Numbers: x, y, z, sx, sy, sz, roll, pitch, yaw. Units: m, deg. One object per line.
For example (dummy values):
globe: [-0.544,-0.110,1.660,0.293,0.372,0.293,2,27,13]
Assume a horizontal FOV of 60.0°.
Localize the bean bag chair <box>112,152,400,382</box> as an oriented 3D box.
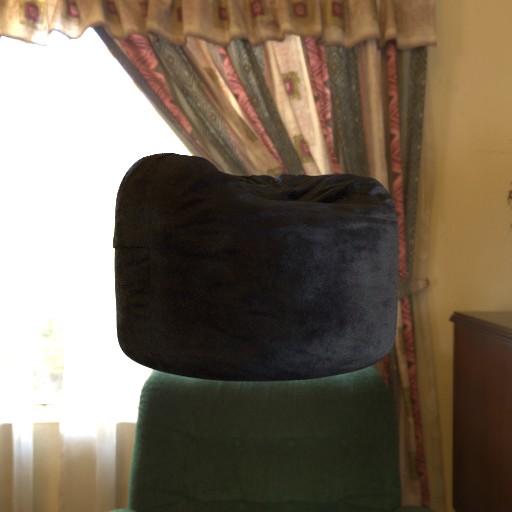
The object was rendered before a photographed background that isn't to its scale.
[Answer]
bean bag chair: [0.000,0.000,1.489,0.918,0.616,0.918,0,0,0]
